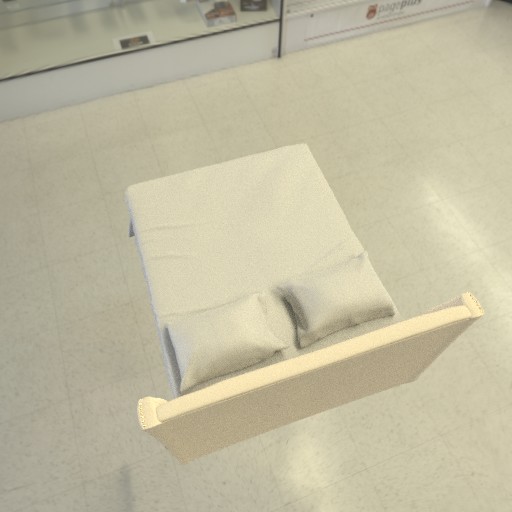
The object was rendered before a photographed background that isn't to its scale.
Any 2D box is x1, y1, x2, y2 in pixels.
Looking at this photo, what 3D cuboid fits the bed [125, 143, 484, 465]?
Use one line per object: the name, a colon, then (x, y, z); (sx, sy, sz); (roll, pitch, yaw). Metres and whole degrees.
bed: (0.000, 0.000, 3.365); (1.925, 1.332, 2.276); (-16, 60, -10)
